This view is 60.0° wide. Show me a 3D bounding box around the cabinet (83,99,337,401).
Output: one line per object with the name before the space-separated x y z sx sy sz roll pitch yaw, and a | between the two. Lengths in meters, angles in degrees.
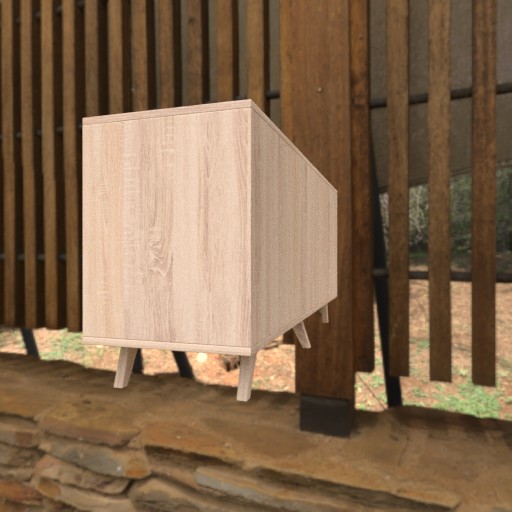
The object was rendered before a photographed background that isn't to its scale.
cabinet | 0.000 0.000 1.958 0.500 0.780 1.650 0 0 18
